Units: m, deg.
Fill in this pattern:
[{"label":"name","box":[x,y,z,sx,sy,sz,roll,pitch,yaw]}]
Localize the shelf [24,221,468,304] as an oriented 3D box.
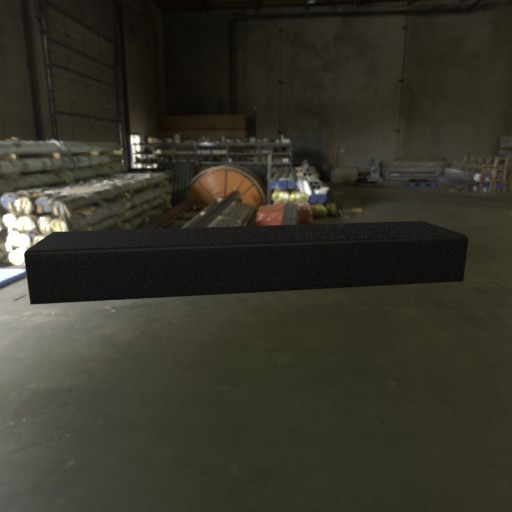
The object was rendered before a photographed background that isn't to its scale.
[{"label":"shelf","box":[0.000,0.000,0.503,0.456,0.053,0.102,-2,14,-9]}]
